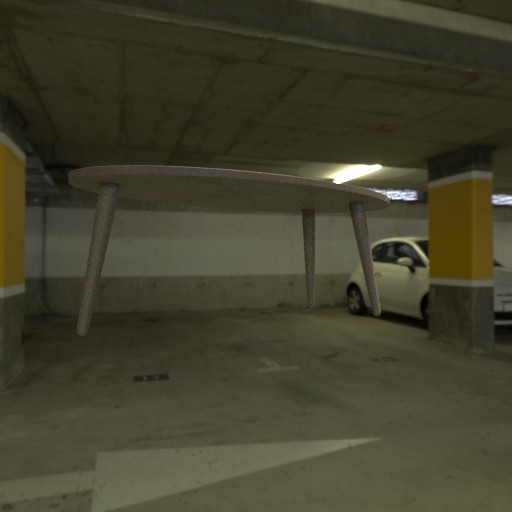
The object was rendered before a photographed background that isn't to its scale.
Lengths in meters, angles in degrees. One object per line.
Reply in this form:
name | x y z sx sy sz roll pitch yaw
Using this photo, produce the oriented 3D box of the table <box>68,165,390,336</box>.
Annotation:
table | 0.000 0.000 1.362 1.083 0.390 0.542 1 -1 -36
